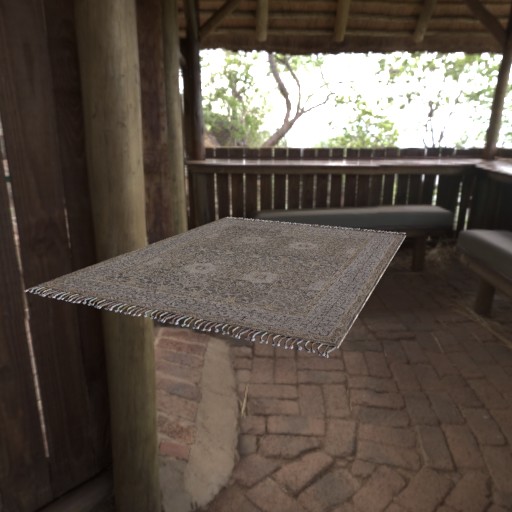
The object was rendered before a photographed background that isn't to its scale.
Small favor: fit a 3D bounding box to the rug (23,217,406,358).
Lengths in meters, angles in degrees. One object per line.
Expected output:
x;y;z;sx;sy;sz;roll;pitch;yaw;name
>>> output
0.000;0.000;4.319;2.431;0.017;3.291;7;18;24;rug
